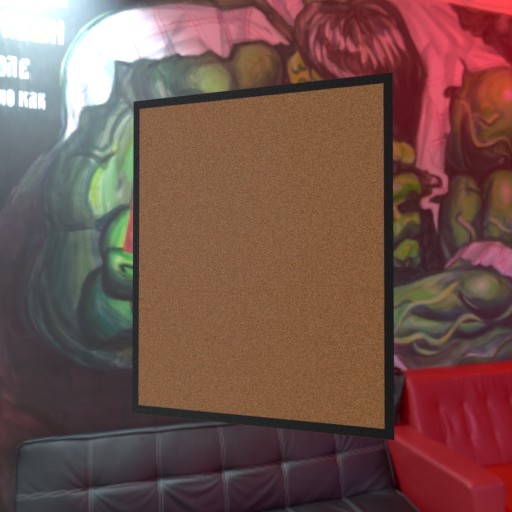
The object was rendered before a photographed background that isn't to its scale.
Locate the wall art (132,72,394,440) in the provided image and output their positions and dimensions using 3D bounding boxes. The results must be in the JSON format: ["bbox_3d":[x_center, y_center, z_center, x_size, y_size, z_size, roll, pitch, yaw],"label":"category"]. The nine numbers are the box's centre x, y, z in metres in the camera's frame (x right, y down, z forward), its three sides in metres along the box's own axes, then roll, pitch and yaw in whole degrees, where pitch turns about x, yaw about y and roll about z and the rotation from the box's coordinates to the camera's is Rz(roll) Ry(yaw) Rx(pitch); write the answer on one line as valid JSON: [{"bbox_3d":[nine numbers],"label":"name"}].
[{"bbox_3d":[0.000,0.000,0.498,0.294,0.369,0.030,0,-1,16],"label":"wall art"}]
